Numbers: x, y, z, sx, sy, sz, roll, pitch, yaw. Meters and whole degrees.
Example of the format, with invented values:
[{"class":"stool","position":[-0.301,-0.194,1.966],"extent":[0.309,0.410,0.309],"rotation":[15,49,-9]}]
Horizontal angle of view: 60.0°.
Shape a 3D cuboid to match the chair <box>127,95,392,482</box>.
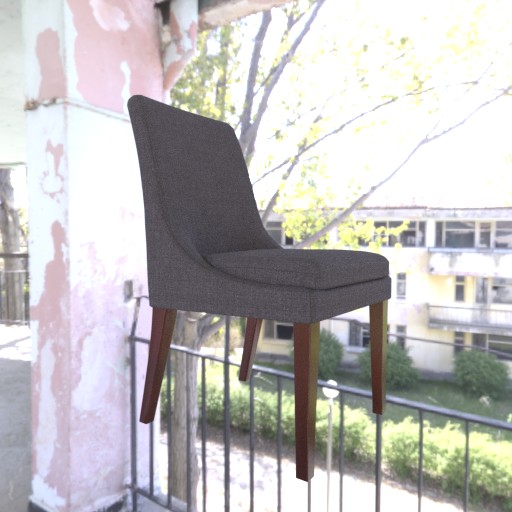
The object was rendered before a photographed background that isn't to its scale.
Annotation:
[{"class":"chair","position":[0.000,0.000,1.317],"extent":[0.655,0.952,0.508],"rotation":[2,3,36]}]
